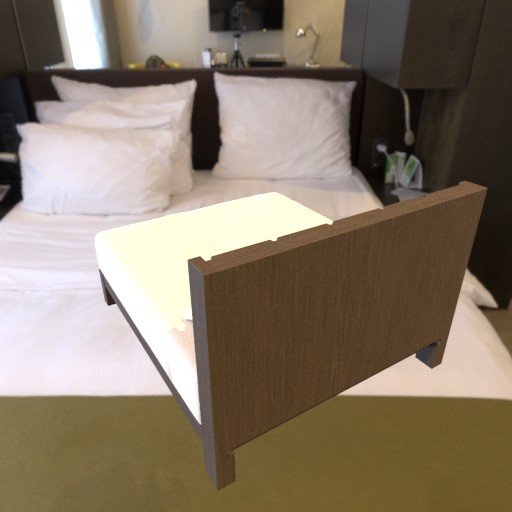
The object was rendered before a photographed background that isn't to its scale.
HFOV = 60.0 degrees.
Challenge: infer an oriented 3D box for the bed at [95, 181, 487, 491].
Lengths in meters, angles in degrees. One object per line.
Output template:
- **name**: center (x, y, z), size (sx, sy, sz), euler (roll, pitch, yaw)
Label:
- **bed**: center (0.000, 0.000, 3.054), size (1.735, 1.261, 1.992), euler (-17, 33, -28)
